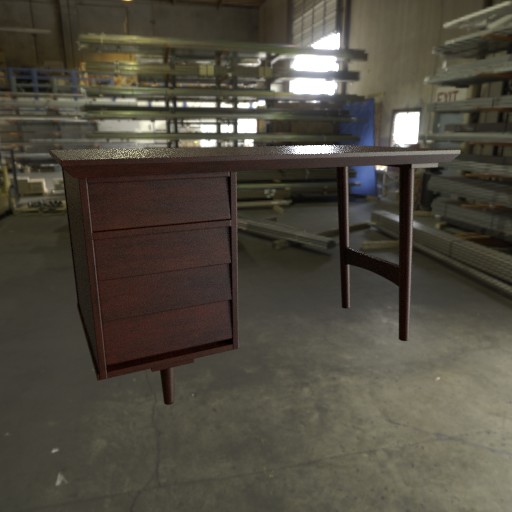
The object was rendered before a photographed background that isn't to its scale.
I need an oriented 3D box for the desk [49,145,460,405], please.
[{"bbox_3d":[0.000,0.000,1.627,1.277,0.758,0.612,-8,17,-25],"label":"desk"}]
